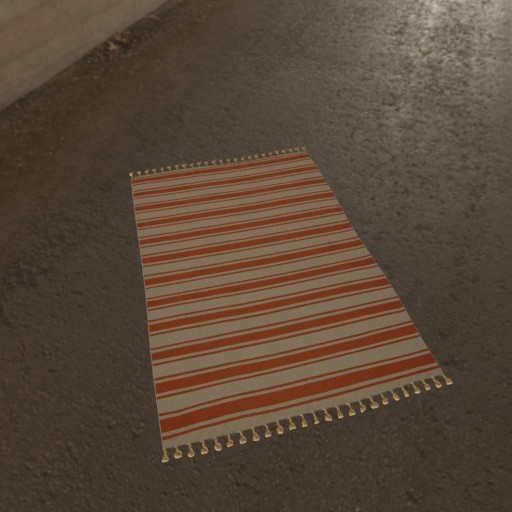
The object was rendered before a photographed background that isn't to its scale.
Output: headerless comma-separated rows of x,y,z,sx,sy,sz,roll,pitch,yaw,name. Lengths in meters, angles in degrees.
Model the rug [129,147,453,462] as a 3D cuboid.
0.000,0.000,3.042,1.556,0.022,2.433,-11,47,-10,rug
